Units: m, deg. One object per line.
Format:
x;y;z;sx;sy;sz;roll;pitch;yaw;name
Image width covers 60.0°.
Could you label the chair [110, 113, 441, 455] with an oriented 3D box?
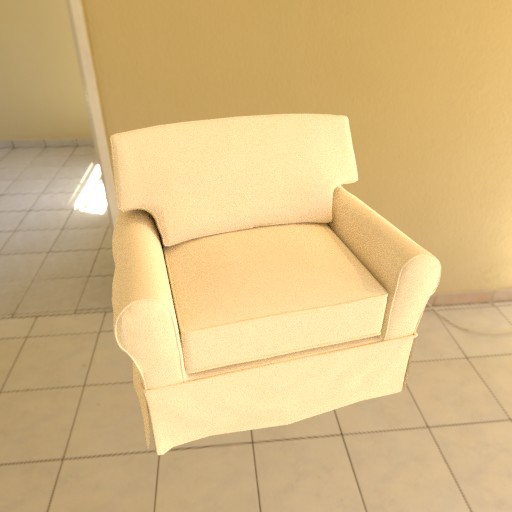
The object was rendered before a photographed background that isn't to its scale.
0.000;0.000;1.763;1.099;0.958;0.904;-8;33;-13;chair
